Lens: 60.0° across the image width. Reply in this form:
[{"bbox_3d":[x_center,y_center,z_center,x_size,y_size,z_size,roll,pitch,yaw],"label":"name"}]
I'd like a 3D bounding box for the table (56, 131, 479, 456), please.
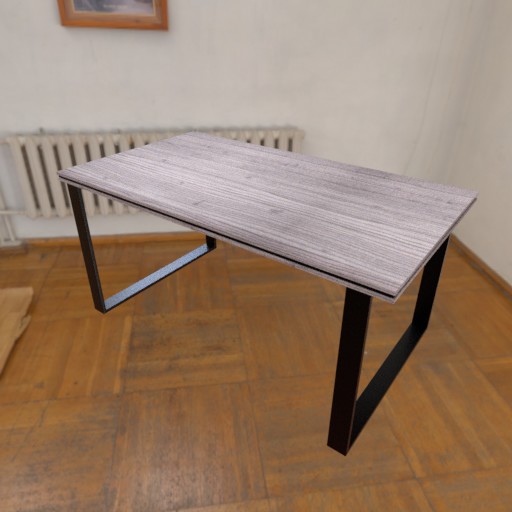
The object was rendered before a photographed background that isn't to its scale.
[{"bbox_3d":[0.000,0.000,2.068,1.579,0.736,0.881,20,36,31],"label":"table"}]
